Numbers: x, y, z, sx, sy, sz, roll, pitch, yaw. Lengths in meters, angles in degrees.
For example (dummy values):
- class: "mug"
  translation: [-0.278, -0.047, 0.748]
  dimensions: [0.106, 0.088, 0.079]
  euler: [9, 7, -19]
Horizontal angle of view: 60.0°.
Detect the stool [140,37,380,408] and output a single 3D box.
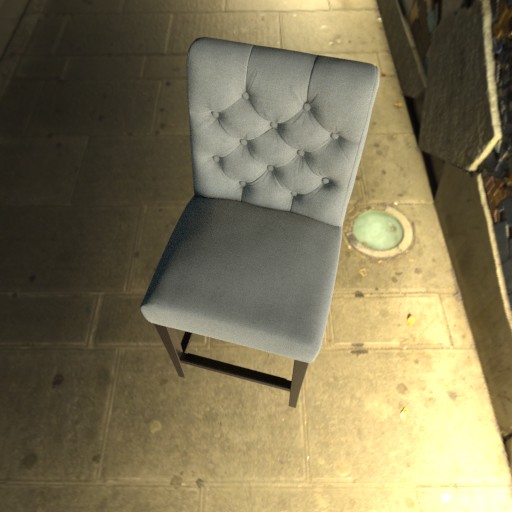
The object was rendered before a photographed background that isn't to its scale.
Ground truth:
- class: "stool"
  translation: [0.000, 0.000, 1.359]
  dimensions: [0.493, 1.040, 0.601]
  euler: [13, 59, 8]
